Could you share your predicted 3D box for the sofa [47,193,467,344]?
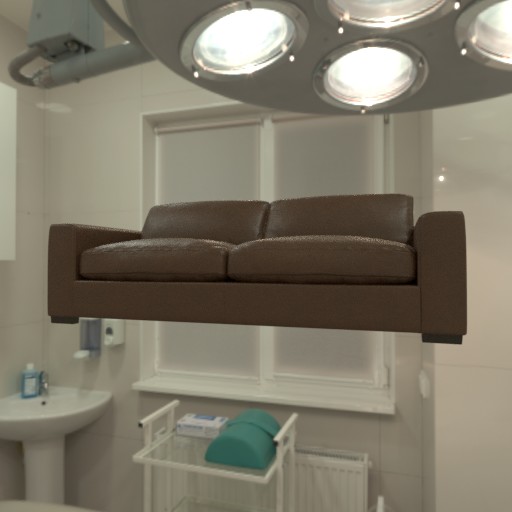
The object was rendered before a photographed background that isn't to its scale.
[{"bbox_3d":[0.000,0.000,2.748,2.262,0.801,1.070,0,-1,18],"label":"sofa"}]
